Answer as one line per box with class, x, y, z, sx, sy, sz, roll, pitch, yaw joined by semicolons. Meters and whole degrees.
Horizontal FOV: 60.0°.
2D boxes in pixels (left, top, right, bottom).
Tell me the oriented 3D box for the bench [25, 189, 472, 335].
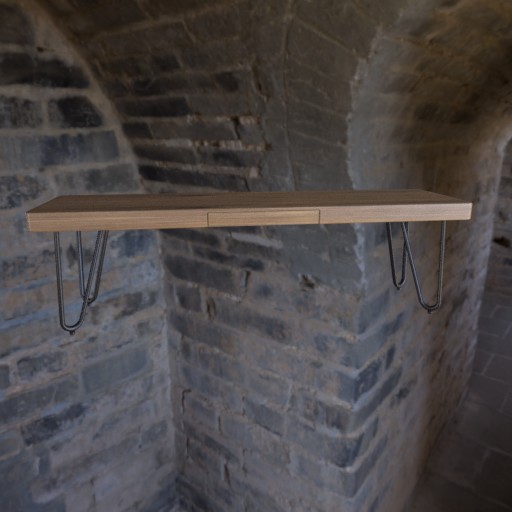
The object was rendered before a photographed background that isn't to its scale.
bench;0.000;0.000;1.788;1.570;0.462;0.425;-2;16;-8
